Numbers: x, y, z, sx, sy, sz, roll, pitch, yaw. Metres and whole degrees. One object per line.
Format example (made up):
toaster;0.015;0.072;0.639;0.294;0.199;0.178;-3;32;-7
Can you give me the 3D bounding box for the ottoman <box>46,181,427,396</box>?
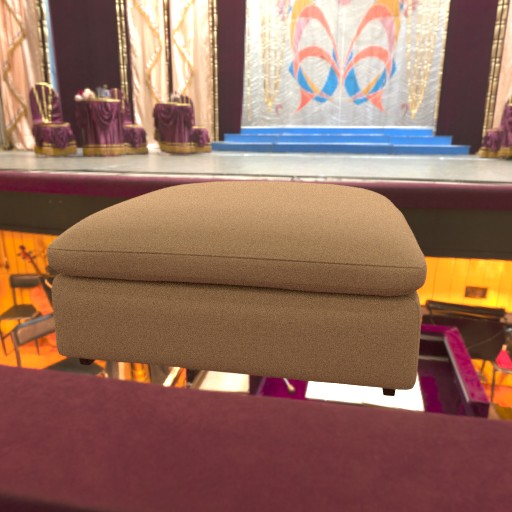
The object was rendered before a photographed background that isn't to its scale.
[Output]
ottoman;0.000;0.000;1.535;0.977;0.467;0.996;3;16;10
